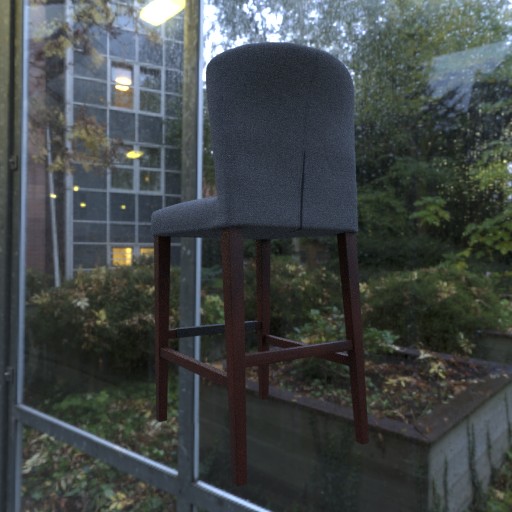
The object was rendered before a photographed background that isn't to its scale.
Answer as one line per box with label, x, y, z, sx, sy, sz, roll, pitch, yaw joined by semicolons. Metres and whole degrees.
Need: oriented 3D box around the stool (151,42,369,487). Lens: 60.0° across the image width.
stool;0.000;0.000;1.360;0.486;1.069;0.568;0;0;-34
